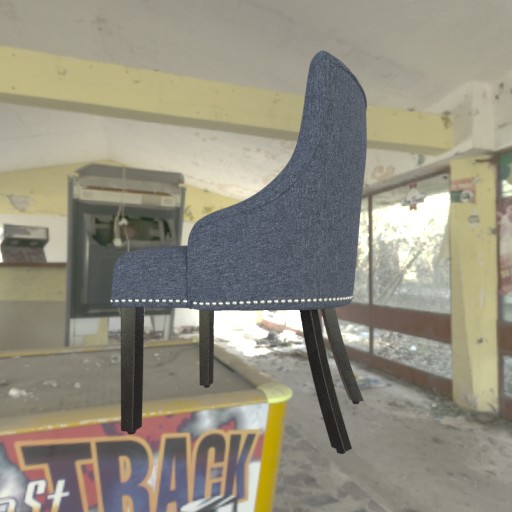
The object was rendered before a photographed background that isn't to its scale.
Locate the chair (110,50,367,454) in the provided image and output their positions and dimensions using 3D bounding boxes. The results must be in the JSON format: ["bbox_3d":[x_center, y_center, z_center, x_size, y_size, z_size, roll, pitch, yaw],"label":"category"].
[{"bbox_3d":[0.000,0.000,1.284,0.629,0.909,0.566,-1,-2,17],"label":"chair"}]
